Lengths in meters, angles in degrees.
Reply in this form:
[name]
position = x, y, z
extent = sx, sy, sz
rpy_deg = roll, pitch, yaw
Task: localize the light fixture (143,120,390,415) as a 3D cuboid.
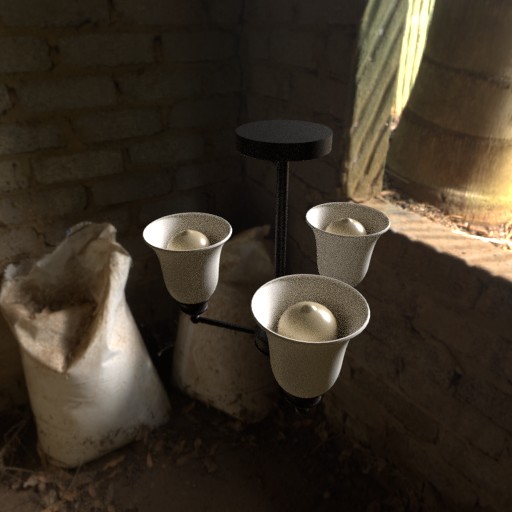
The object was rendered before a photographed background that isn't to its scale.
[light fixture]
position = 0.000, 0.000, 0.650
extent = 0.354, 0.370, 0.388
rpy_deg = 10, 31, 17
